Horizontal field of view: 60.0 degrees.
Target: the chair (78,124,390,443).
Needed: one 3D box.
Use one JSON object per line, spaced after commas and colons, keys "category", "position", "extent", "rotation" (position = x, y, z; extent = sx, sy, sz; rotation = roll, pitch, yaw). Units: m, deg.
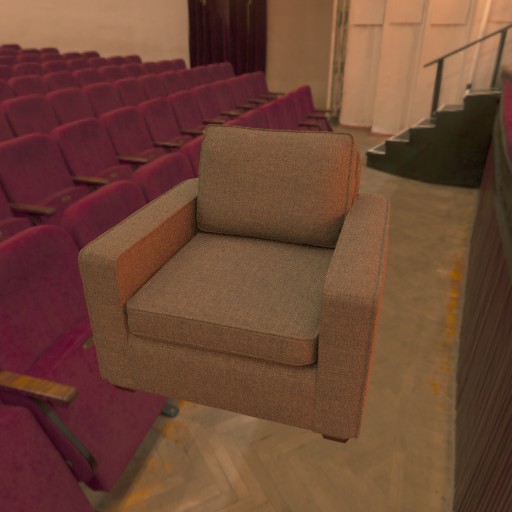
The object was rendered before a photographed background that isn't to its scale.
{"category": "chair", "position": [0.000, 0.000, 1.801], "extent": [1.016, 0.914, 0.940], "rotation": [8, 28, 15]}
